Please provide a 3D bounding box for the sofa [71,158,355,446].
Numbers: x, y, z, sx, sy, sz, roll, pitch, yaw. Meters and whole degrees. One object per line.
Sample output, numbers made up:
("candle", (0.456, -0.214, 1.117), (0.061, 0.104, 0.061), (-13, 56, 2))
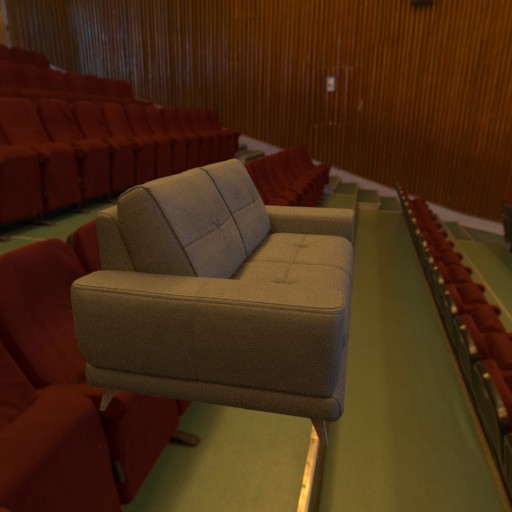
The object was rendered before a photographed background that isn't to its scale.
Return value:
("sofa", (0.000, 0.000, 2.346), (1.018, 0.907, 1.806), (4, 17, 13))
